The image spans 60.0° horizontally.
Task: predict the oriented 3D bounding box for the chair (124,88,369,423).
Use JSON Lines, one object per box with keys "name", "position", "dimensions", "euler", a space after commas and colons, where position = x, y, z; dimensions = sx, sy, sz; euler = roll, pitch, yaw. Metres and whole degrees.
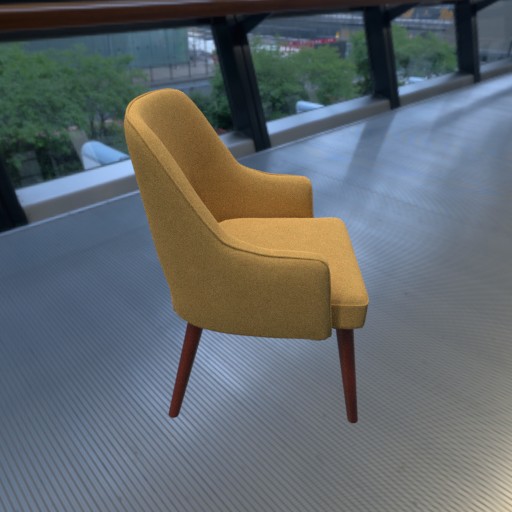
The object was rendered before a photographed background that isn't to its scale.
{"name": "chair", "position": [0.000, 0.000, 1.257], "dimensions": [0.605, 0.849, 0.548], "euler": [1, 31, 1]}
